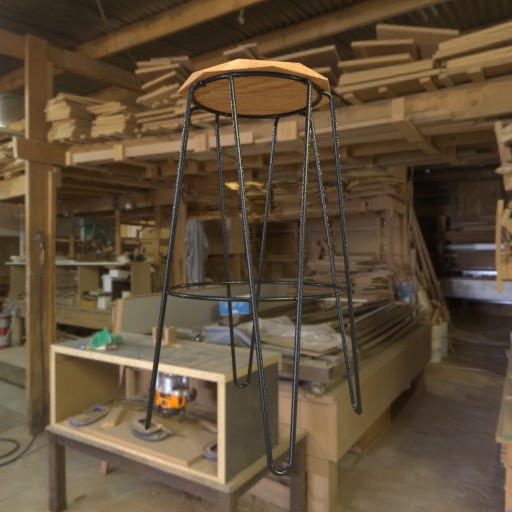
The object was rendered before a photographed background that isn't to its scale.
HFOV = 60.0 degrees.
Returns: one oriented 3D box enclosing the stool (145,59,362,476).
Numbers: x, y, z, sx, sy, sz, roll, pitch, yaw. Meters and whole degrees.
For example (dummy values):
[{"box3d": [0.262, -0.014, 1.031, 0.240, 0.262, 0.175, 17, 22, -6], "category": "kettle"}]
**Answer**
[{"box3d": [0.000, 0.000, 0.807, 0.326, 0.610, 0.326, 1, 1, 35], "category": "stool"}]
